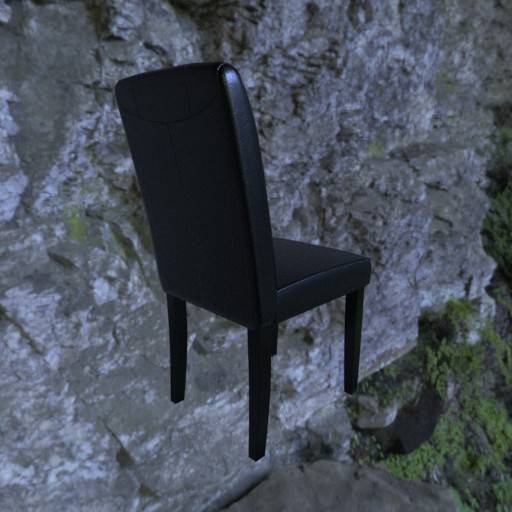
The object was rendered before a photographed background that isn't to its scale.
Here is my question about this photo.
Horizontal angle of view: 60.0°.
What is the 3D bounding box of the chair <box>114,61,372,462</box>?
[{"bbox_3d":[0.000,0.000,1.199,0.556,0.897,0.399,-15,21,-43],"label":"chair"}]
